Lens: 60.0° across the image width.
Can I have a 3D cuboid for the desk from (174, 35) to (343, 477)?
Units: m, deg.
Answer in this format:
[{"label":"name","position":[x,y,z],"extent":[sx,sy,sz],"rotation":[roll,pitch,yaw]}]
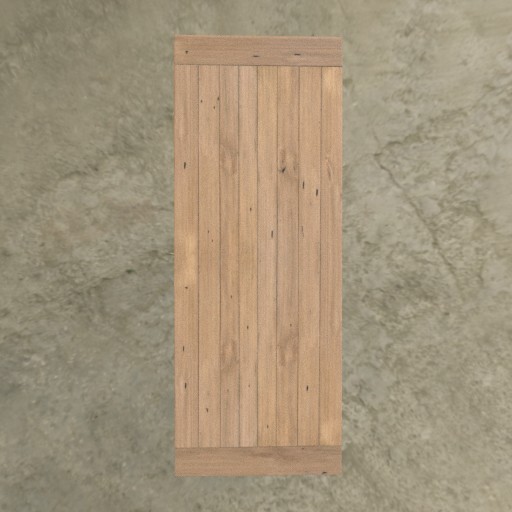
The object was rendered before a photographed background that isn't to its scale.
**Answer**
[{"label":"desk","position":[0.000,0.000,2.197],"extent":[0.688,0.760,1.803],"rotation":[0,91,-2]}]
